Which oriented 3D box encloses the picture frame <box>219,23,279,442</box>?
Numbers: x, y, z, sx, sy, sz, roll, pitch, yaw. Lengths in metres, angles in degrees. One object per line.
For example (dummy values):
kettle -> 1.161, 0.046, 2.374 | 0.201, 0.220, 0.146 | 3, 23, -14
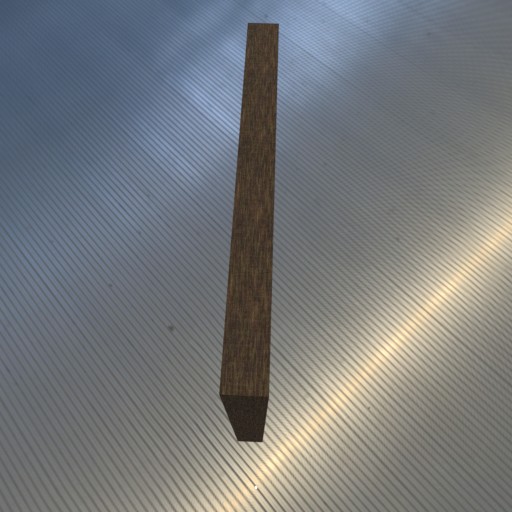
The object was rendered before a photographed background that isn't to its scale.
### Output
picture frame -> 0.000, 0.000, 0.523 | 0.033, 0.330, 0.378 | 2, 62, 1
